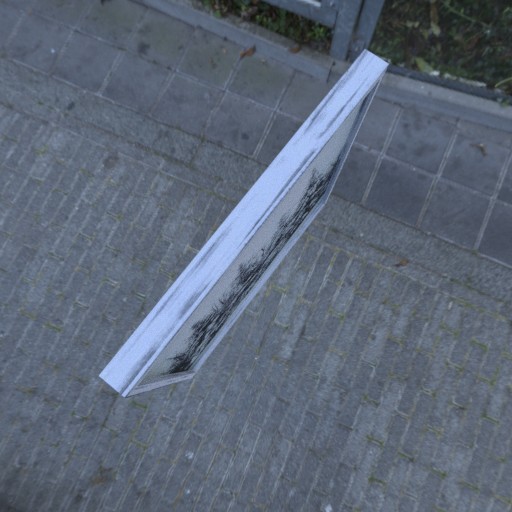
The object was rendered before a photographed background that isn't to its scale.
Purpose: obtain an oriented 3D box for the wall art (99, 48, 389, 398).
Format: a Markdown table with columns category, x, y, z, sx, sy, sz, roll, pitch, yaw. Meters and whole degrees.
| category | x | y | z | sx | sy | sz | roll | pitch | yaw |
| --- | --- | --- | --- | --- | --- | --- | --- | --- | --- |
| wall art | 0.000 | 0.000 | 0.762 | 0.038 | 0.506 | 0.506 | 37 | 80 | 8 |
